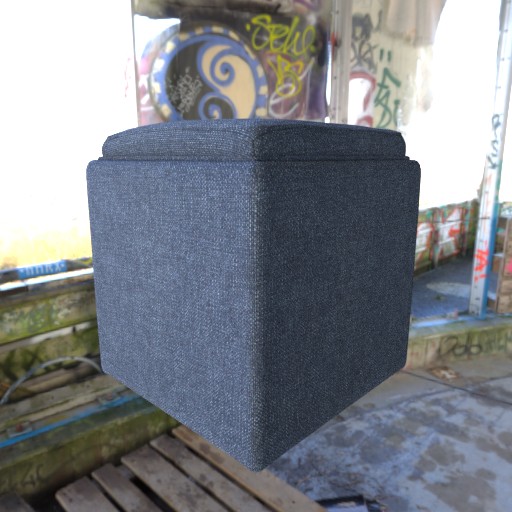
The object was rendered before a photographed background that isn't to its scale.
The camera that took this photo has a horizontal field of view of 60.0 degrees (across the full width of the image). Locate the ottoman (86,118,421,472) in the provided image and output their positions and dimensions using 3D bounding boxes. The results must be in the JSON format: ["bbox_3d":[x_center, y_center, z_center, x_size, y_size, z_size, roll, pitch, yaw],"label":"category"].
[{"bbox_3d":[0.000,0.000,0.850,0.436,0.493,0.454,12,17,43],"label":"ottoman"}]
